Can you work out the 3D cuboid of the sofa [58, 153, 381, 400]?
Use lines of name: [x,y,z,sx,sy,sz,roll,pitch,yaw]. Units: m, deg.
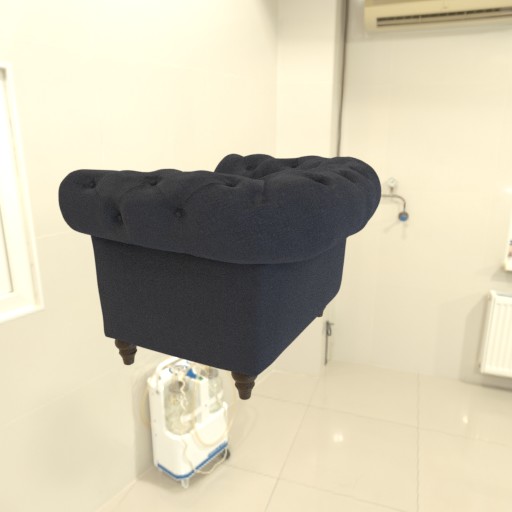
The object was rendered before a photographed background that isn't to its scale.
sofa: [0.000,0.000,2.057,1.032,0.878,1.405,8,17,25]
